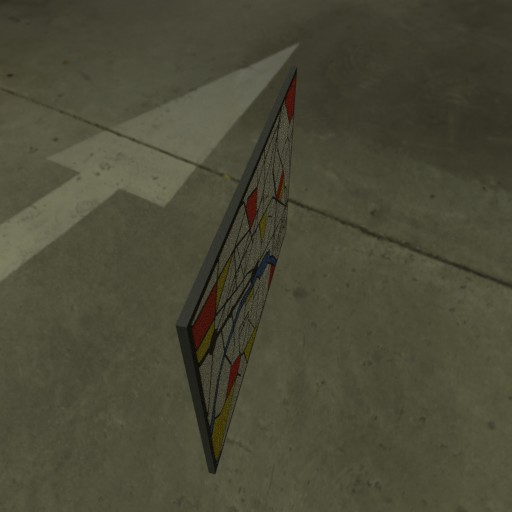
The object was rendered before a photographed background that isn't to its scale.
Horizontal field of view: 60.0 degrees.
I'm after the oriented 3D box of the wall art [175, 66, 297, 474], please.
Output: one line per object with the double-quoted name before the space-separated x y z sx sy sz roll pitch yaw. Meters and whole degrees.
"wall art" 0.000 0.000 0.856 0.013 0.458 0.664 10 47 9
